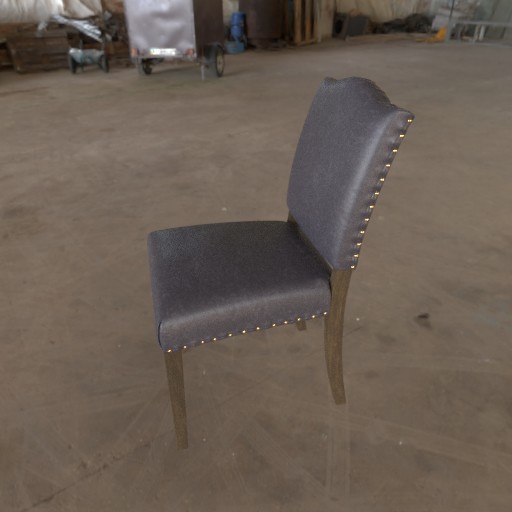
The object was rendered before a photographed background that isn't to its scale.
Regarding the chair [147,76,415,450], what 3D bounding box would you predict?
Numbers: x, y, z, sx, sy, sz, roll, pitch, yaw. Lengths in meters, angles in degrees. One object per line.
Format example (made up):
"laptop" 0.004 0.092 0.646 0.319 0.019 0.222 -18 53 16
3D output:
"chair" 0.000 0.000 1.337 0.633 0.991 0.500 -8 32 -12
